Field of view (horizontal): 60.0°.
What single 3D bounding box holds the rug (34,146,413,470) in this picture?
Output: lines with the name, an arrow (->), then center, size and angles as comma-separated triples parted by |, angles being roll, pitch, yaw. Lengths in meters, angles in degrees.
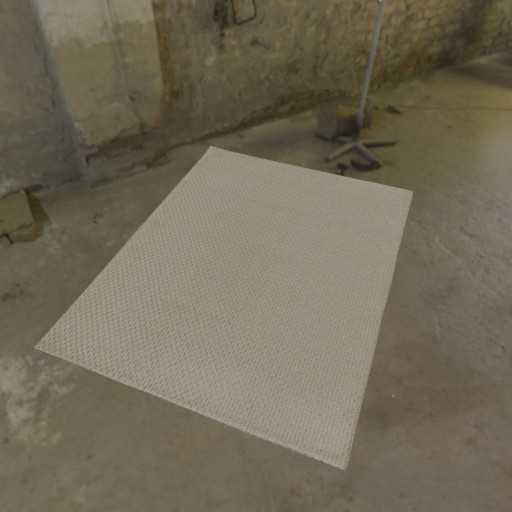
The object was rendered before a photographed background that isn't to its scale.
rug -> 0.000, 0.000, 3.821 | 2.277, 0.035, 2.897 | 16, 47, 15
